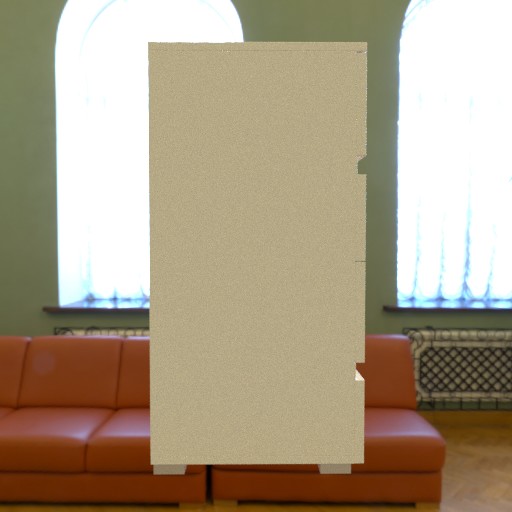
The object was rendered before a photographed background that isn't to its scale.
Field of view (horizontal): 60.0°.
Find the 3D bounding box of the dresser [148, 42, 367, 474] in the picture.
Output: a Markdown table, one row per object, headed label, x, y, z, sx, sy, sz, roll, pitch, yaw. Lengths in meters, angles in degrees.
| label | x | y | z | sx | sy | sz | roll | pitch | yaw |
| --- | --- | --- | --- | --- | --- | --- | --- | --- | --- |
| dresser | 0.000 | 0.000 | 1.143 | 0.400 | 0.800 | 0.650 | 0 | 2 | 0 |
